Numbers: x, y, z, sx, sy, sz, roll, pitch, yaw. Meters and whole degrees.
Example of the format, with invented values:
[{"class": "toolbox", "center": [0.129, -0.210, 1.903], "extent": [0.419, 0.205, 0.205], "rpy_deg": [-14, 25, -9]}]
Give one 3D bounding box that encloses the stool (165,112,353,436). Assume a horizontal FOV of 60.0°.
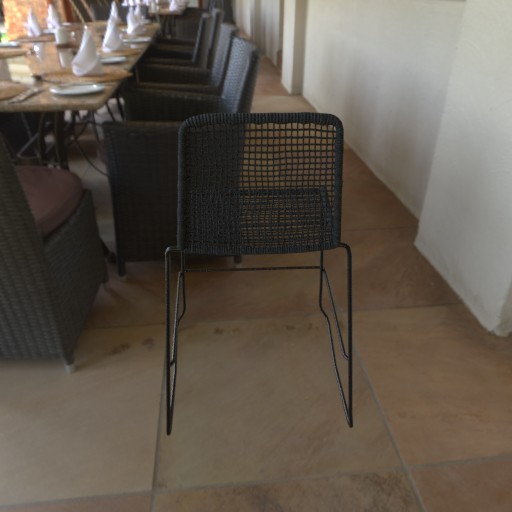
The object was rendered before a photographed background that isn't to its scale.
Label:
[{"class": "stool", "center": [0.000, 0.000, 1.260], "extent": [0.590, 0.905, 0.509], "rpy_deg": [-1, 31, -2]}]
